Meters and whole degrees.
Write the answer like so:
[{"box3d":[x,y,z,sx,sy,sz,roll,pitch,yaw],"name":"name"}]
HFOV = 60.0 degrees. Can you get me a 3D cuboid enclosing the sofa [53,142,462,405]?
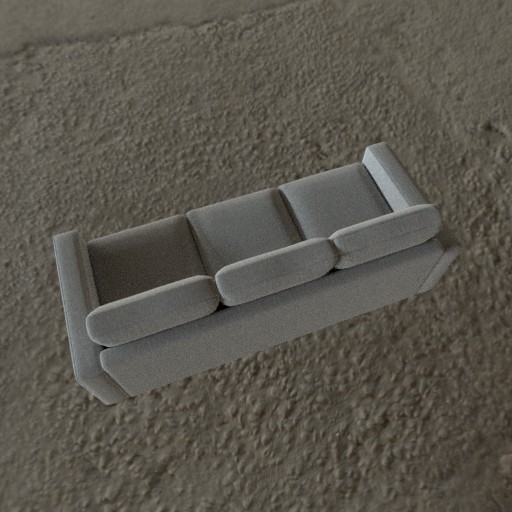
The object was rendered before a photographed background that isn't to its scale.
[{"box3d":[0.000,0.000,2.592,2.120,0.800,0.900,-18,61,-10],"name":"sofa"}]
